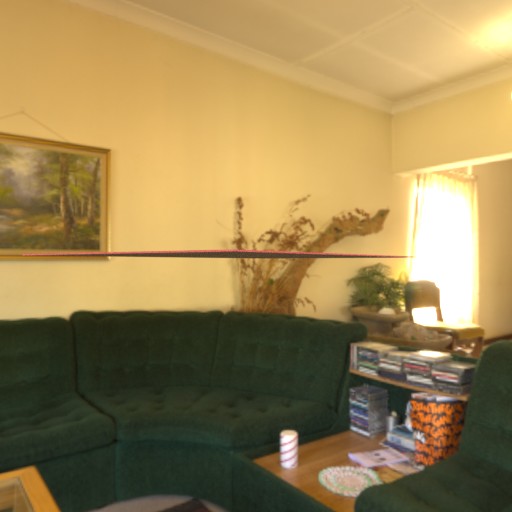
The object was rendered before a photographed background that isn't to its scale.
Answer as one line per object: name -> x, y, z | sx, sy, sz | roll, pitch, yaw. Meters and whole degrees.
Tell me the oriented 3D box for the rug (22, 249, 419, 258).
rug -> 0.000, 0.000, 3.058 | 1.534, 0.010, 2.423 | -1, -1, 36
